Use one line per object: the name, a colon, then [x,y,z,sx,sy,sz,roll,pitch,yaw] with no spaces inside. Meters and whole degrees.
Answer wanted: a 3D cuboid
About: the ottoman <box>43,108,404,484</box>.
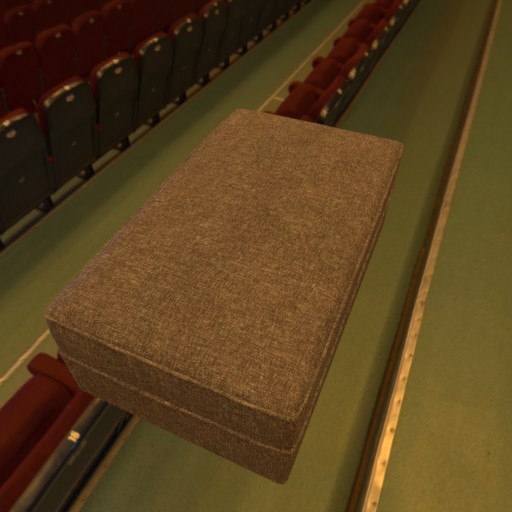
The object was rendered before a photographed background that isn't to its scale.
ottoman: [0.000,0.000,1.511,0.717,0.487,1.184,18,49,17]
